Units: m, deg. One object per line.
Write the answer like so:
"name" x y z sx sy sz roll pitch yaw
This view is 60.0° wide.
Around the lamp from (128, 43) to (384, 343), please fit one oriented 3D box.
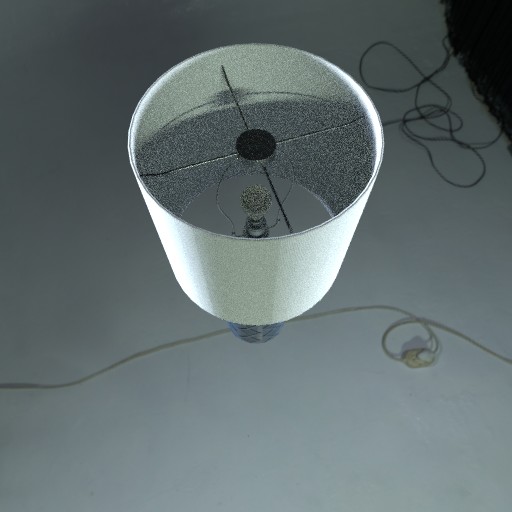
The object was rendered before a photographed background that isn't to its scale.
"lamp" 0.000 0.000 0.566 0.207 0.461 0.207 -17 65 -8
